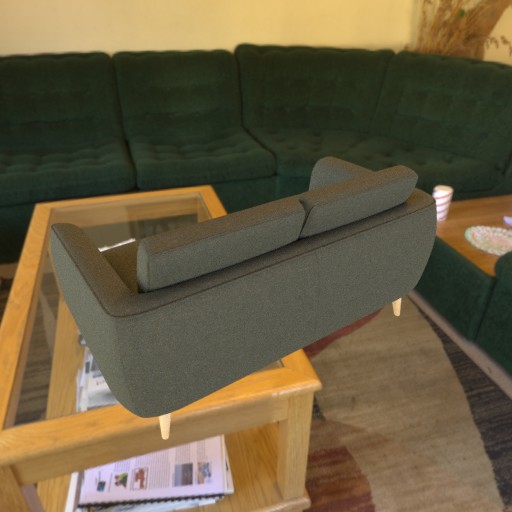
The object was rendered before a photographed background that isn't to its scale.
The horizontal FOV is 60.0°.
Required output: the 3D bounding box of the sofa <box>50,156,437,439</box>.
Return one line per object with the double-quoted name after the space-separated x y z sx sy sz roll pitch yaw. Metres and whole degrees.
0.000 0.000 2.169 1.700 0.850 0.920 -19 36 -29 "sofa"
